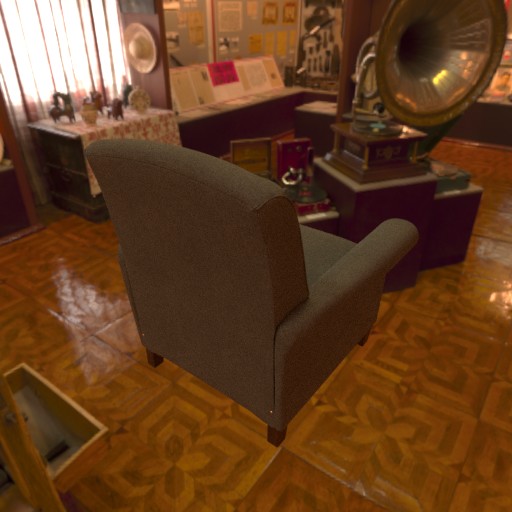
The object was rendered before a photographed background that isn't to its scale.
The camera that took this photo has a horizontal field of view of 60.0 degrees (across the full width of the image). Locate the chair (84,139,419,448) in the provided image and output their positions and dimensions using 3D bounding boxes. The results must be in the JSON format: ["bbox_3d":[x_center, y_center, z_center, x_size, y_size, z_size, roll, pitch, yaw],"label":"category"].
[{"bbox_3d":[0.000,0.000,1.766,0.978,1.061,0.905,21,36,32],"label":"chair"}]
